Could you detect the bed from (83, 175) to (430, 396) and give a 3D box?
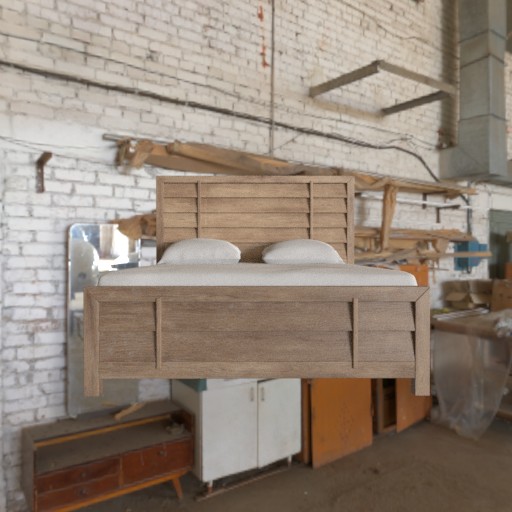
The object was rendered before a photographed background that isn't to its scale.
[{"bbox_3d":[0.000,0.000,3.600,2.032,1.626,2.032,0,1,0],"label":"bed"}]
